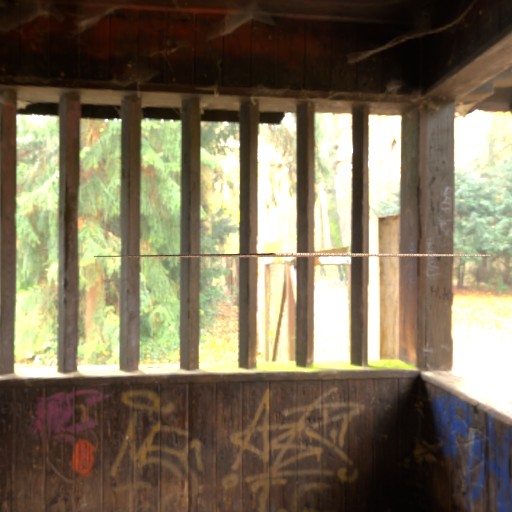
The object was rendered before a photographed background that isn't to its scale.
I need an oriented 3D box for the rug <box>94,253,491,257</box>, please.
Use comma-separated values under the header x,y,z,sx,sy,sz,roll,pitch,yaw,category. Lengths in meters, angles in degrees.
x,y,z,sx,sy,sz,roll,pitch,yaw,category
0.000,0.000,3.050,1.545,0.010,2.440,0,0,-35,rug
